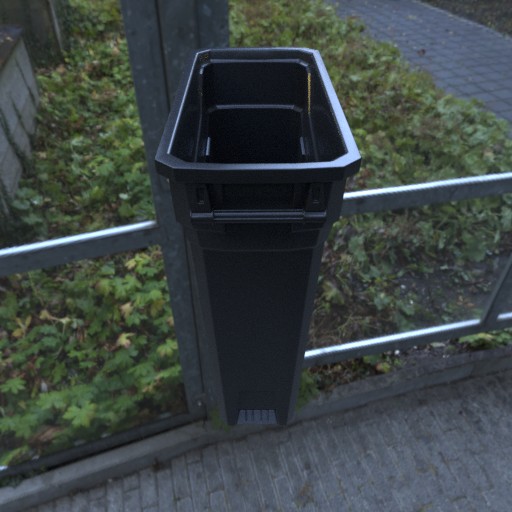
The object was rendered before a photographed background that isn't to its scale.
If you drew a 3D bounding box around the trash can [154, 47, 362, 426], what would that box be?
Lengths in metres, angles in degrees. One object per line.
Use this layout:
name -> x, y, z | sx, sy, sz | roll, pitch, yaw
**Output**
trash can -> 0.000, 0.000, 1.029 | 0.281, 0.762, 0.559 | 0, 41, -1
